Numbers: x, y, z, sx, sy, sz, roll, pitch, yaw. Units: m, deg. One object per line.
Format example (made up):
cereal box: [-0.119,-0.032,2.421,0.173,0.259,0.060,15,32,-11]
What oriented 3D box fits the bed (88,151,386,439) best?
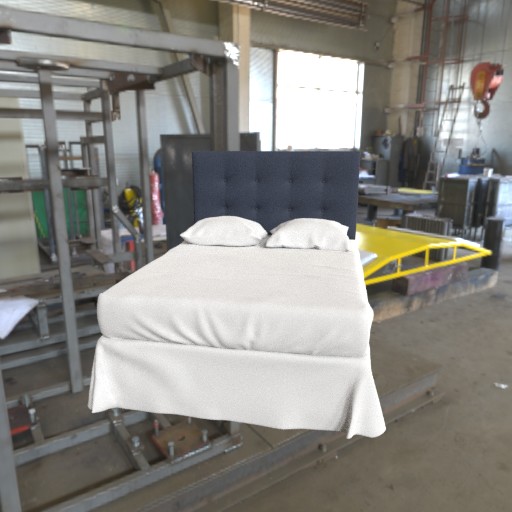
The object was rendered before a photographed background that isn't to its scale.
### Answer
bed: [0.000,0.000,3.493,1.936,1.577,2.222,3,14,10]
